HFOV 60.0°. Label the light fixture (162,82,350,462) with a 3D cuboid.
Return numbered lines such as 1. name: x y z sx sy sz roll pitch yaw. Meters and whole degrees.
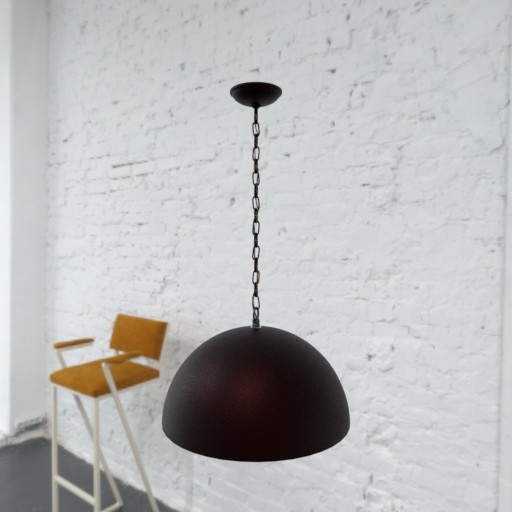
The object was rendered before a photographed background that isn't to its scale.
1. light fixture: 0.000 0.000 1.178 0.492 0.869 0.492 0 1 17
